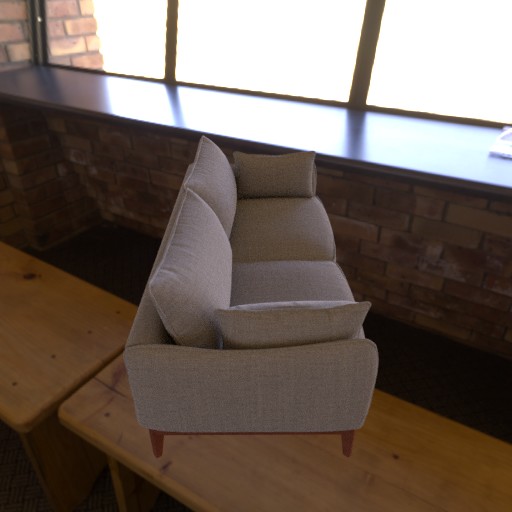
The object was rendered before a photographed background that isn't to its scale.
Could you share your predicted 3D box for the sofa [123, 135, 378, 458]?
[{"bbox_3d":[0.000,0.000,2.476,0.972,0.851,1.989,0,32,0],"label":"sofa"}]
